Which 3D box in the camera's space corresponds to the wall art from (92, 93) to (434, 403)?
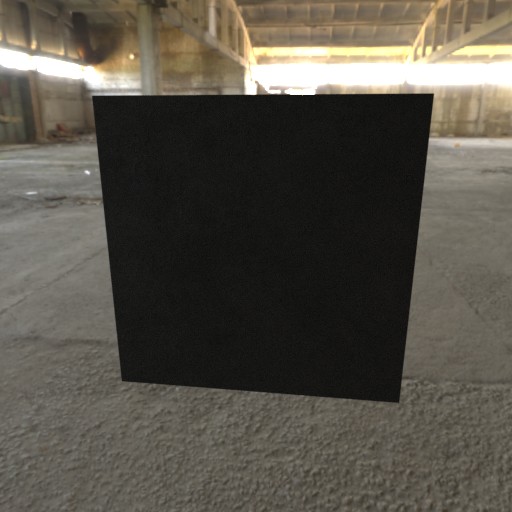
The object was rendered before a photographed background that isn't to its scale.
[{"bbox_3d":[0.000,0.000,1.119,0.765,0.765,0.046,2,18,7],"label":"wall art"}]
